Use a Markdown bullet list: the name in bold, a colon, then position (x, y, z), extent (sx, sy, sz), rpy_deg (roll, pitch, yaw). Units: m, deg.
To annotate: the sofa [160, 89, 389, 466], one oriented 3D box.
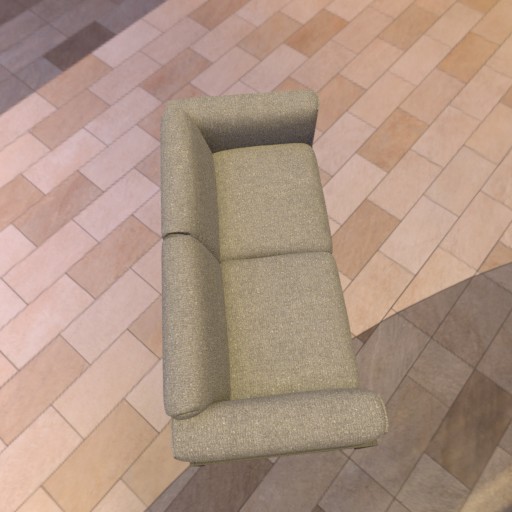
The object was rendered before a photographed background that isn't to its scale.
- **sofa**: position (0.000, 0.000, 2.558), extent (0.985, 0.703, 2.125), rpy_deg (-5, 65, -2)
